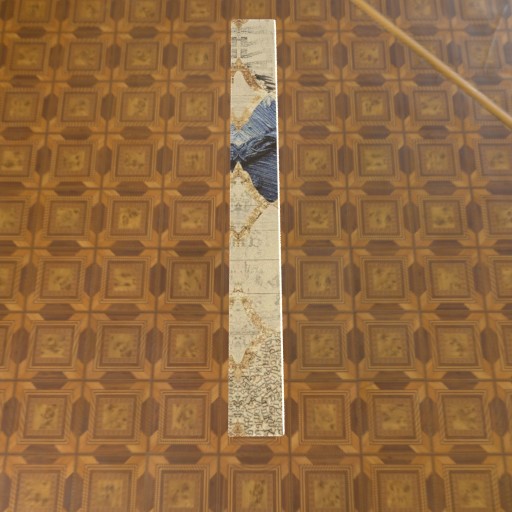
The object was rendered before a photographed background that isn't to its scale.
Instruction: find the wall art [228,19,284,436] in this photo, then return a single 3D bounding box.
[{"bbox_3d":[0.000,0.000,0.453,0.036,0.304,0.303,0,76,0],"label":"wall art"}]
